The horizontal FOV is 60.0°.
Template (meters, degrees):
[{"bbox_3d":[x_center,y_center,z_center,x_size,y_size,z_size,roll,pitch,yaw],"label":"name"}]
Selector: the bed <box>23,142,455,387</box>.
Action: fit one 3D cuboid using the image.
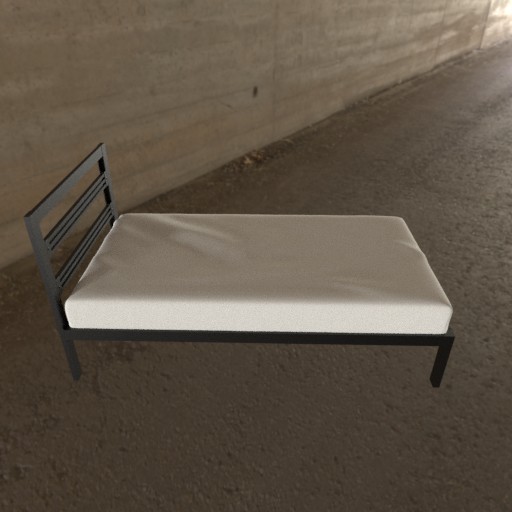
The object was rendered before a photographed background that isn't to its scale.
[{"bbox_3d":[0.000,0.000,2.491,1.930,0.967,0.991,1,32,1],"label":"bed"}]
